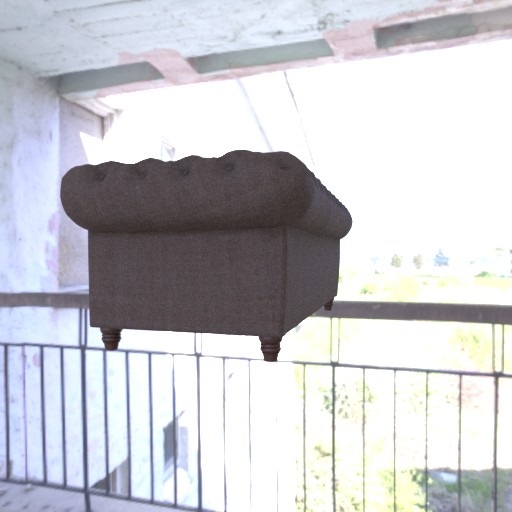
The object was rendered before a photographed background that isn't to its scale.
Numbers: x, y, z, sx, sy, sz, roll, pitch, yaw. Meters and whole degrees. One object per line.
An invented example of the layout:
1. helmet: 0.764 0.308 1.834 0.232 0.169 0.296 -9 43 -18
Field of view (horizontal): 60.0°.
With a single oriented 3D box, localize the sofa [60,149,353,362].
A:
1. sofa: 0.000 0.000 2.495 0.944 0.780 2.048 0 0 17
